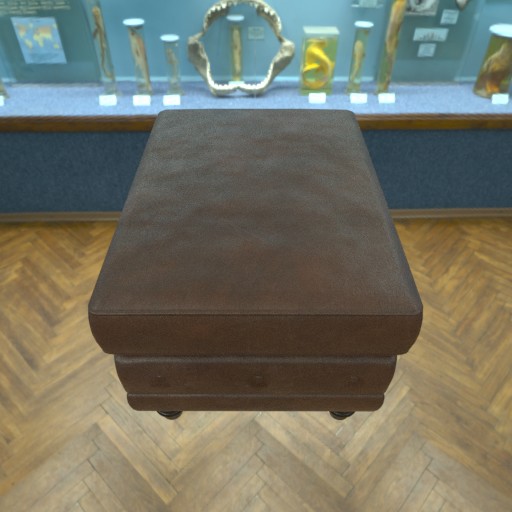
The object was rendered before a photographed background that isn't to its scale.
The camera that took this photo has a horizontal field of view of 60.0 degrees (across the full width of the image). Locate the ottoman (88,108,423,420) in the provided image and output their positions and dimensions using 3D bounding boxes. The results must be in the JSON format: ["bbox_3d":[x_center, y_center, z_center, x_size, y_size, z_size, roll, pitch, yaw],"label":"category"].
[{"bbox_3d":[0.000,0.000,1.183,0.588,0.509,0.795,0,43,0],"label":"ottoman"}]
